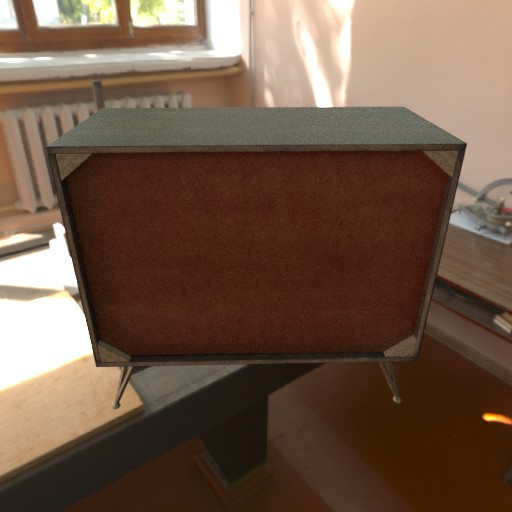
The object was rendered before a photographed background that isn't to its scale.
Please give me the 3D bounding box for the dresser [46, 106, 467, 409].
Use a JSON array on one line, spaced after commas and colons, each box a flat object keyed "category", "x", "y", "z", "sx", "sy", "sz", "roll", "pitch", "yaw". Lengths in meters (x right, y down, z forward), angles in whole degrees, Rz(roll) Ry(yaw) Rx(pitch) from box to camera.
[{"category": "dresser", "x": 0.000, "y": 0.000, "z": 1.361, "sx": 0.923, "sy": 0.801, "sz": 0.453, "roll": -1, "pitch": 29, "yaw": -1}]
